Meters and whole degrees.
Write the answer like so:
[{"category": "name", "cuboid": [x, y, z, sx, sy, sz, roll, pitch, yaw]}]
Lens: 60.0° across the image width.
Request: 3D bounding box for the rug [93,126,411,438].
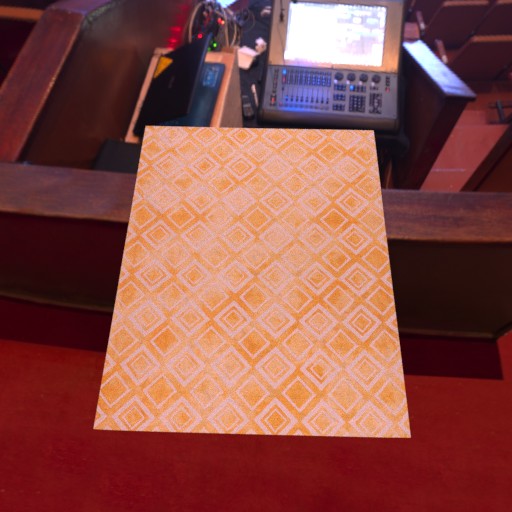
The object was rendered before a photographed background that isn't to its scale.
[{"category": "rug", "cuboid": [0.000, 0.000, 4.057, 2.433, 0.011, 3.037, 1, 64, 1]}]
